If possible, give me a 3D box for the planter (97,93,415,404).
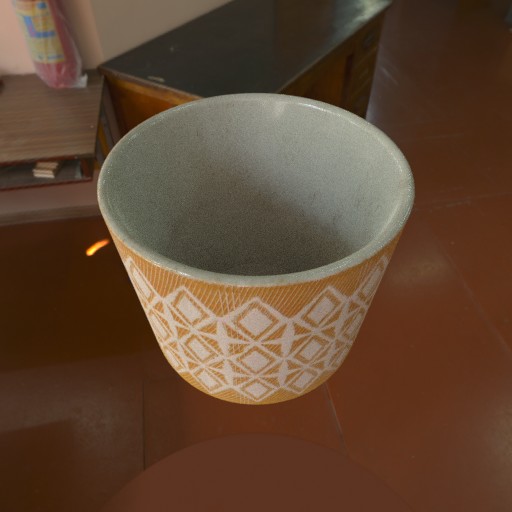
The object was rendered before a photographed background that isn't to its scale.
[{"bbox_3d":[0.000,0.000,0.336,0.193,0.165,0.193,0,47,0],"label":"planter"}]
